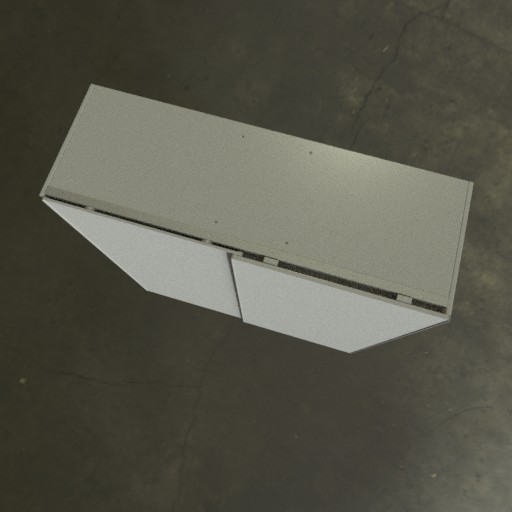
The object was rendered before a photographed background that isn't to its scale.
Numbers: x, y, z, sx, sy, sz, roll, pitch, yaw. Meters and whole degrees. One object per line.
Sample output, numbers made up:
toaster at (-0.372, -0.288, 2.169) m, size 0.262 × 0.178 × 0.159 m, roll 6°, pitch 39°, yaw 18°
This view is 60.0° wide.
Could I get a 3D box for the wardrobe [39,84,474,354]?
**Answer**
wardrobe at (0.000, 0.000, 2.840) m, size 1.780 × 1.960 × 0.629 m, roll 16°, pitch 74°, yaw 4°
